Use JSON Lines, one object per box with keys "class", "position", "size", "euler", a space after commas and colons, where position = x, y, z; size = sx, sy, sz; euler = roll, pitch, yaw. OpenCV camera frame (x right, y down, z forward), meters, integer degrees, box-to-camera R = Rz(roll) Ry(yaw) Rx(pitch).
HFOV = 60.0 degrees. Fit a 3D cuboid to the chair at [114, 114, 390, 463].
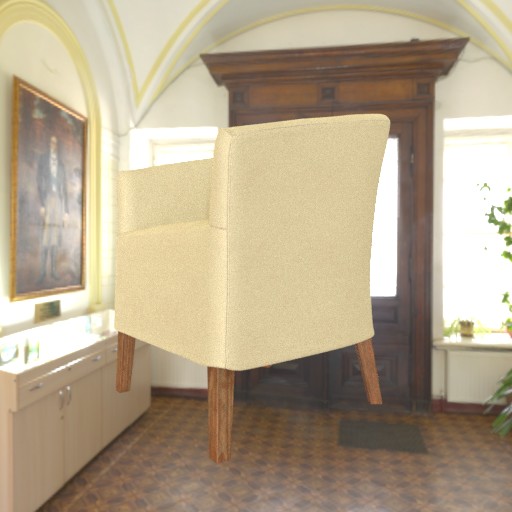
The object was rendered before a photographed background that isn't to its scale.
{"class": "chair", "position": [0.000, 0.000, 1.302], "size": [0.657, 0.822, 0.643], "euler": [0, 0, -37]}
